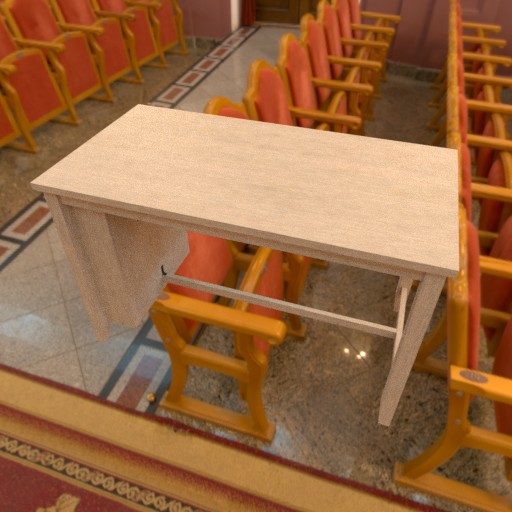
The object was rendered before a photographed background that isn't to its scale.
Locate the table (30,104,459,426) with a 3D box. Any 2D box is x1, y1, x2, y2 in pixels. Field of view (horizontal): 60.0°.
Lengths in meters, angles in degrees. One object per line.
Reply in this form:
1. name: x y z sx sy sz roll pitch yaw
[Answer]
1. table: 0.000 0.000 1.904 1.397 0.874 0.729 12 42 14
